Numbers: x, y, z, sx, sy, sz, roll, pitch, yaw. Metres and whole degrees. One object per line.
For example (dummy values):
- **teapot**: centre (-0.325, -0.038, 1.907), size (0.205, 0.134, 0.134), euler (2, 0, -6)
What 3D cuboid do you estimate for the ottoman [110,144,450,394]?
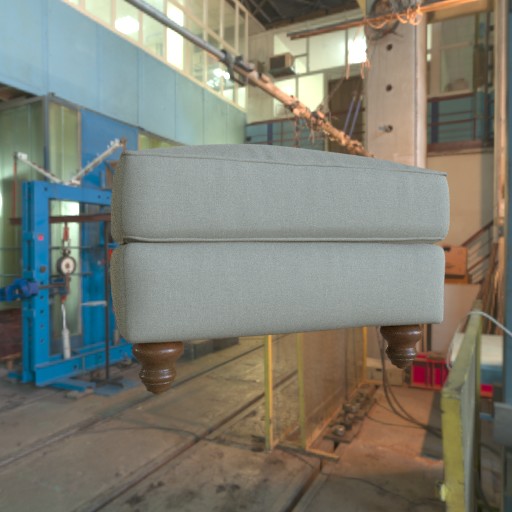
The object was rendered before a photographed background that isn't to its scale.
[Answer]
- **ottoman**: centre (0.000, 0.000, 1.150), size (0.716, 0.505, 0.662), euler (0, 1, -19)
